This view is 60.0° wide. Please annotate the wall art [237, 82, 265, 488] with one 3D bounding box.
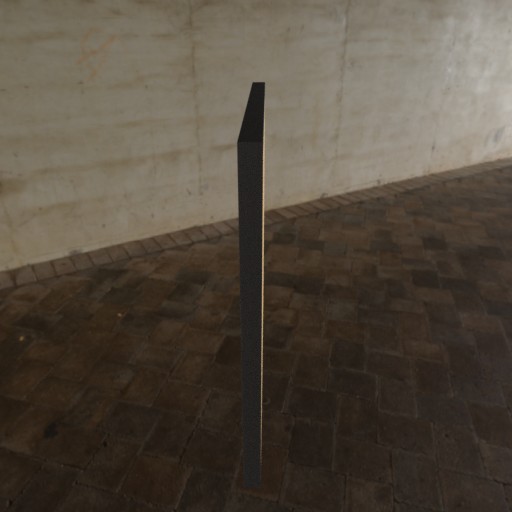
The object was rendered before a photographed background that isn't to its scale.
[{"bbox_3d":[0.000,0.000,1.144,0.037,0.760,0.762,1,27,1],"label":"wall art"}]
